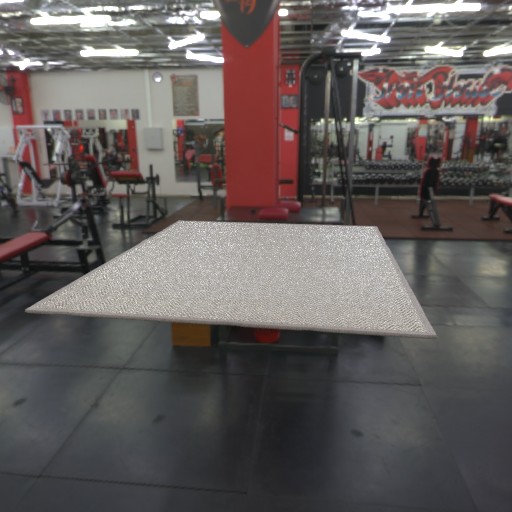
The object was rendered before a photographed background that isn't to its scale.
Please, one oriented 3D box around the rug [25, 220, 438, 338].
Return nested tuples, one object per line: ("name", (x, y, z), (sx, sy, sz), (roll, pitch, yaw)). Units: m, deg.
("rug", (0.000, 0.000, 3.979), (2.434, 0.032, 3.007), (2, 15, 8))
